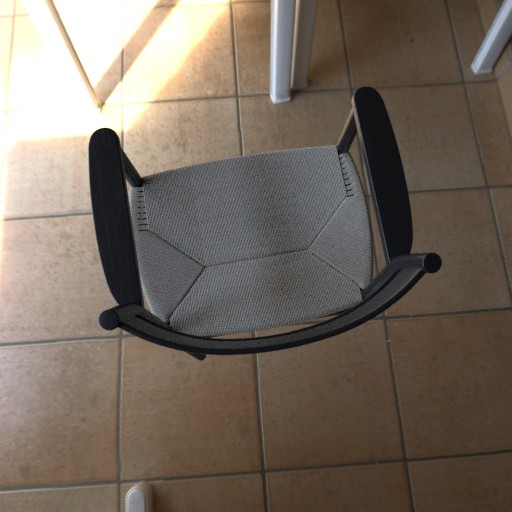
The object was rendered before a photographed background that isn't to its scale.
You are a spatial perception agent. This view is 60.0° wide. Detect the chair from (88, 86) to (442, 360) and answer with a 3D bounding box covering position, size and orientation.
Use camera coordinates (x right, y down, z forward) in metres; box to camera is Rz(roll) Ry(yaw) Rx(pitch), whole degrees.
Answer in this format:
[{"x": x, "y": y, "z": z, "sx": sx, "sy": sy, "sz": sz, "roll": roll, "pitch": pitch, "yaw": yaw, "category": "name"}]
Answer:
[{"x": 0.000, "y": 0.000, "z": 1.131, "sx": 0.630, "sy": 0.775, "sz": 0.508, "roll": -10, "pitch": 76, "yaw": -3, "category": "chair"}]
